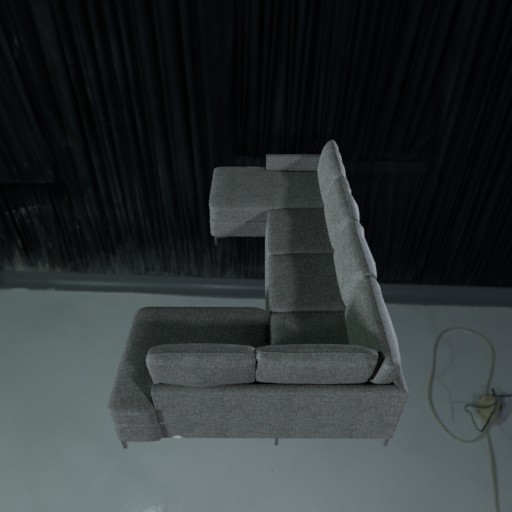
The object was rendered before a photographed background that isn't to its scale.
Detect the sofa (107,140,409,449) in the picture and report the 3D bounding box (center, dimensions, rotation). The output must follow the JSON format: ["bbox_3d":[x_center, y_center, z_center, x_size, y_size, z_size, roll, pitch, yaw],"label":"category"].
[{"bbox_3d":[0.000,0.000,4.347,2.048,0.999,3.423,0,40,0],"label":"sofa"}]
